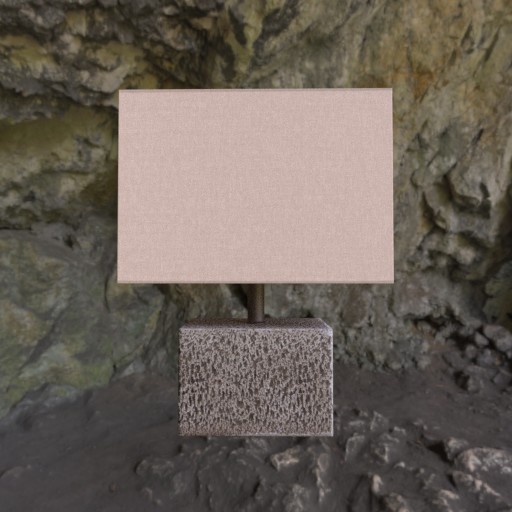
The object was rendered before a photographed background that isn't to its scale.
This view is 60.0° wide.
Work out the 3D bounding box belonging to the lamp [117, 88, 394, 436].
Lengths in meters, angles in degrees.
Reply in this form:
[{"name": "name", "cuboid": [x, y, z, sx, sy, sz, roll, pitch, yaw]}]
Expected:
[{"name": "lamp", "cuboid": [0.000, 0.000, 0.561, 0.294, 0.411, 0.180, 0, -1, 1]}]
